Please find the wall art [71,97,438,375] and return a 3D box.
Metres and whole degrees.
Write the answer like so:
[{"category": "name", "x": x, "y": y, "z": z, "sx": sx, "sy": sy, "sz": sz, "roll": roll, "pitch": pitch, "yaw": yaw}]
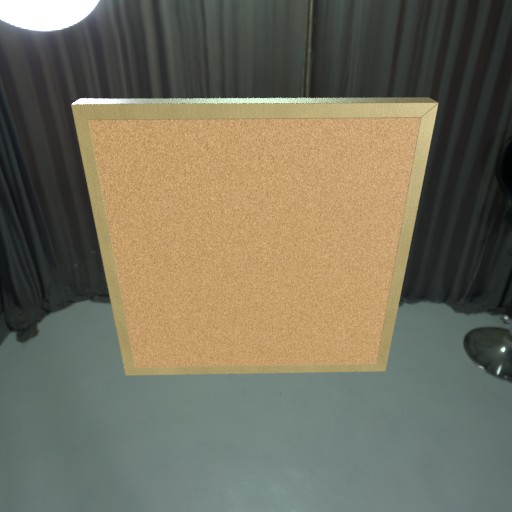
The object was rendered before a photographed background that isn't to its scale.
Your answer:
[{"category": "wall art", "x": 0.000, "y": 0.000, "z": 0.754, "sx": 0.508, "sy": 0.508, "sz": 0.038, "roll": -1, "pitch": 30, "yaw": -1}]
